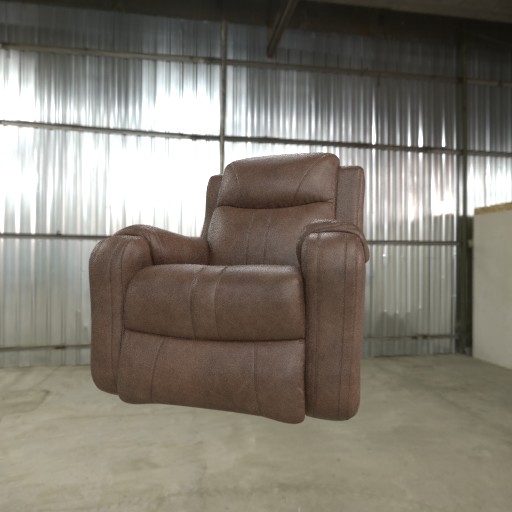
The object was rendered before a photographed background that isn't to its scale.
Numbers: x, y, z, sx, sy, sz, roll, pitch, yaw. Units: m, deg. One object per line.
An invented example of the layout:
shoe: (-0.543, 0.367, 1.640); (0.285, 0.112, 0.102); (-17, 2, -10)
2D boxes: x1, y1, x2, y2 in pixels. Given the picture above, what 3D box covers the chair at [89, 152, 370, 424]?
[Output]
chair: (0.000, 0.000, 1.818); (0.940, 0.990, 1.067); (0, 0, 19)
